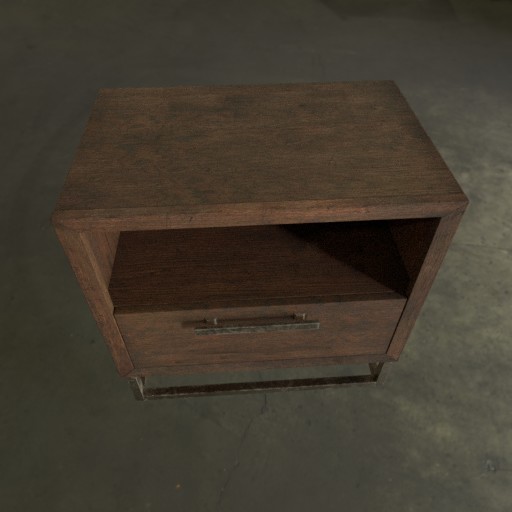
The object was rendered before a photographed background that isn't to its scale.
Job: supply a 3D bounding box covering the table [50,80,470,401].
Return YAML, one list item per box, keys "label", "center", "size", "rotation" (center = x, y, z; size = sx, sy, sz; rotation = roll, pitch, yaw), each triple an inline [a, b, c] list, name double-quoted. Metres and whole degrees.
- label: "table"
  center: [0.000, 0.000, 1.241]
  size: [0.767, 0.746, 0.542]
  rotation: [-3, 46, -3]
